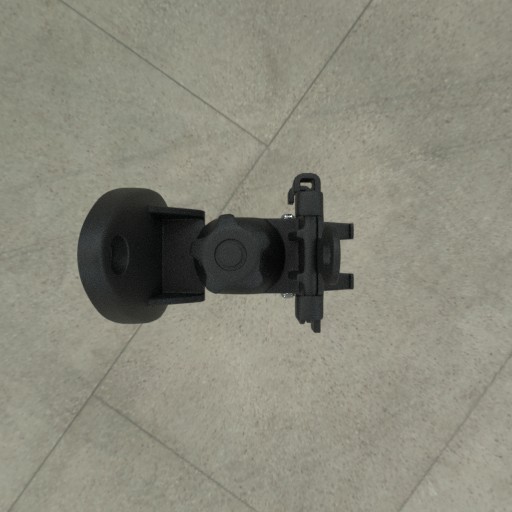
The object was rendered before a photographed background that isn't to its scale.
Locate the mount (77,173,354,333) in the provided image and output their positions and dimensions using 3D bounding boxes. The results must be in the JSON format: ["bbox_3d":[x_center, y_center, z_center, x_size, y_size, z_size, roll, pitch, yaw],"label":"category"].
[{"bbox_3d":[0.000,0.000,0.178,0.100,0.118,0.066,0,90,0],"label":"mount"}]
